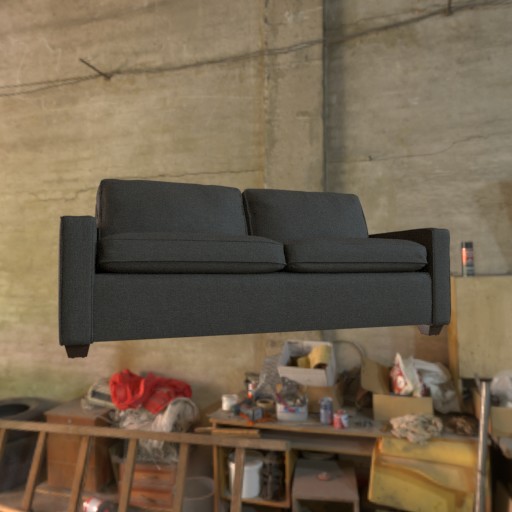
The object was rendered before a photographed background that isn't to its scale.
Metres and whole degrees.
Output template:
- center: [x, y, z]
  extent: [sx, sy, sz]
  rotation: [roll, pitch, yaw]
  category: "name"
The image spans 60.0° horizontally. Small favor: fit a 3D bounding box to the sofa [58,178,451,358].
- center: [0.000, 0.000, 2.601]
  extent: [2.080, 0.919, 0.940]
  rotation: [0, -1, -19]
  category: "sofa"
